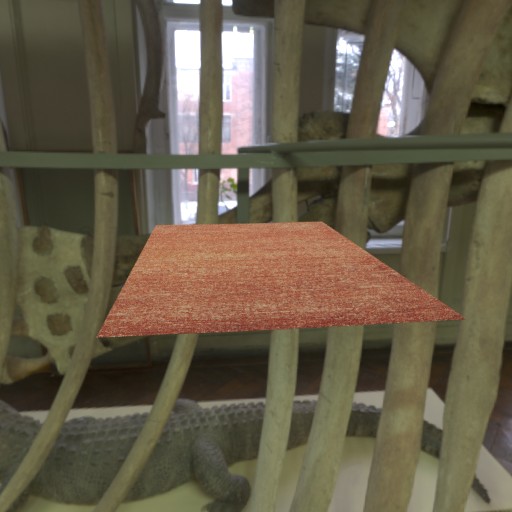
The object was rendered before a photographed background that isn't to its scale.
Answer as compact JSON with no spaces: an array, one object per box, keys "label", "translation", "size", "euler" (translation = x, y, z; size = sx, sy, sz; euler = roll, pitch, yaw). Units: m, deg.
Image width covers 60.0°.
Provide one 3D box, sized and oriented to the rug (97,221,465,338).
[{"label":"rug","translation":[0.000,0.000,2.184],"size":[1.139,0.011,1.747],"euler":[-2,15,-7]}]
